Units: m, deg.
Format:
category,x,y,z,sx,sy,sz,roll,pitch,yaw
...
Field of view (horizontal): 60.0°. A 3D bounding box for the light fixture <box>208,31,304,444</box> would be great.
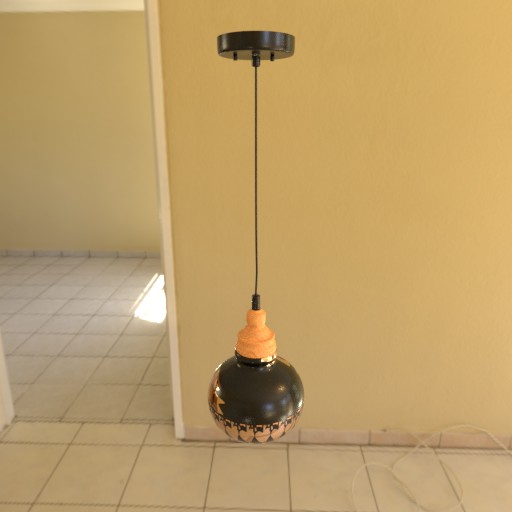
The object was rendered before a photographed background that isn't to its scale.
category,x,y,z,sx,sy,sz,roll,pitch,yaw
light fixture,0.000,0.000,1.798,0.430,1.606,0.430,-2,17,-8
